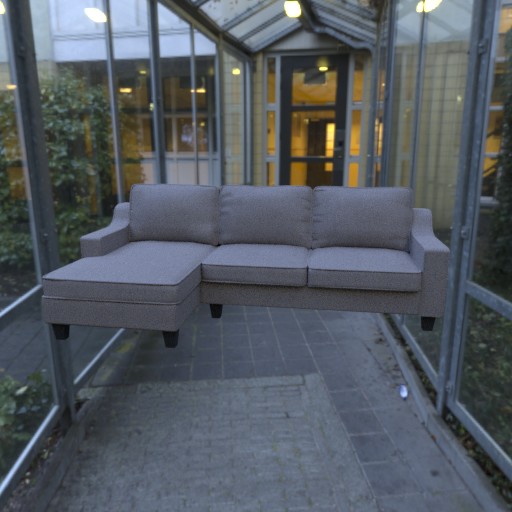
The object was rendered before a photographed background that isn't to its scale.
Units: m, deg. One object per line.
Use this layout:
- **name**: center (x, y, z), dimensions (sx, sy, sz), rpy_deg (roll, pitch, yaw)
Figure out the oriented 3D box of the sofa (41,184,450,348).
- **sofa**: center (0.000, 0.000, 3.170), dimensions (2.561, 0.928, 1.294), rpy_deg (2, 14, 9)
